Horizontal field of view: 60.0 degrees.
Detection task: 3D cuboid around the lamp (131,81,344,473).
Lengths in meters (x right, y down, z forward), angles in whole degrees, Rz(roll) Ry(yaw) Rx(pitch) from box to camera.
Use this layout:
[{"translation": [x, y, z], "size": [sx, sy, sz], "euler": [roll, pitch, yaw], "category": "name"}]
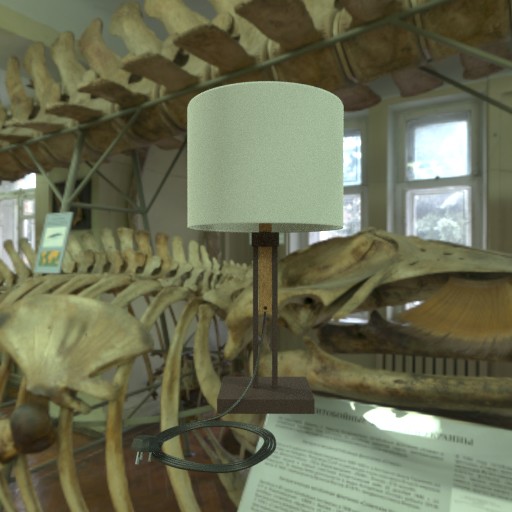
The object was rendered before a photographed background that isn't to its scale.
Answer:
[{"translation": [0.000, 0.000, 0.938], "size": [0.396, 0.668, 0.525], "euler": [0, 0, 0], "category": "lamp"}]
